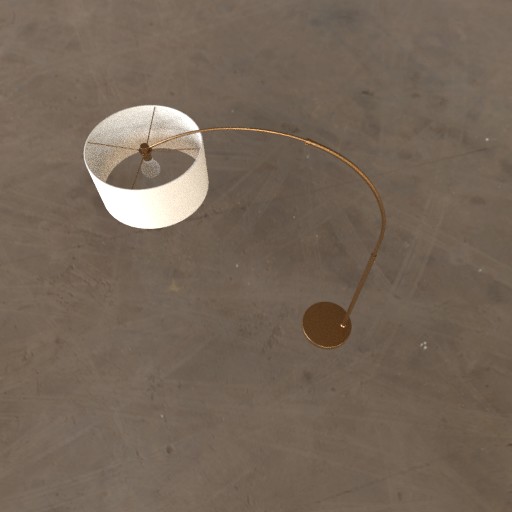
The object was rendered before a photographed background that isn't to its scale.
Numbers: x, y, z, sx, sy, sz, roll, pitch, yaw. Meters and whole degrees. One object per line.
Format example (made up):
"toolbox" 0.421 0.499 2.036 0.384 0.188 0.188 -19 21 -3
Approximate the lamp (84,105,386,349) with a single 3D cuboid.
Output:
"lamp" 0.000 0.000 2.555 1.434 1.927 0.493 4 59 2
